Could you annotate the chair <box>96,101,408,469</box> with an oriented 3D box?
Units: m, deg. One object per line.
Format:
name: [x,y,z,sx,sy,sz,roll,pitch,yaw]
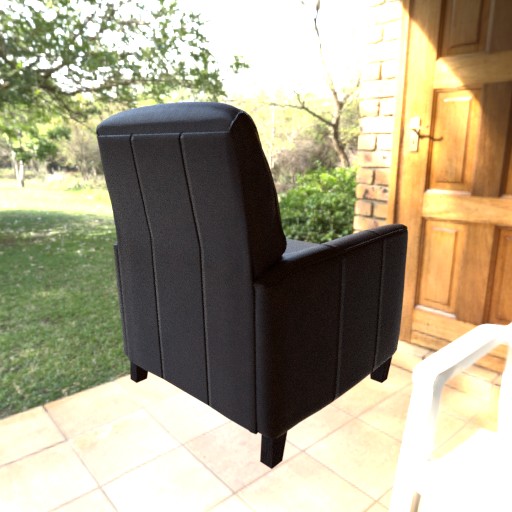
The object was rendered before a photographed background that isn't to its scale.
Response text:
chair: [0.000,0.000,1.623,0.839,1.010,0.850,12,18,41]
